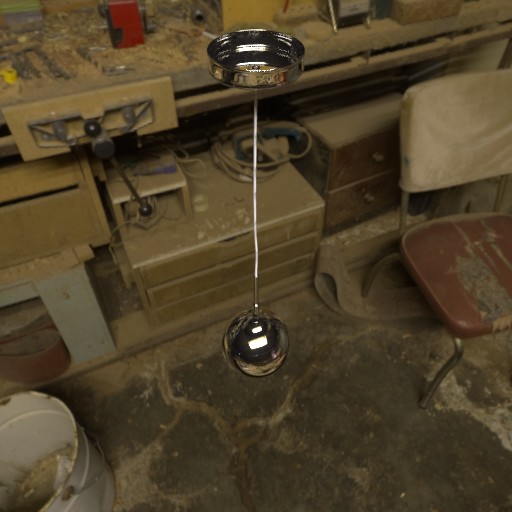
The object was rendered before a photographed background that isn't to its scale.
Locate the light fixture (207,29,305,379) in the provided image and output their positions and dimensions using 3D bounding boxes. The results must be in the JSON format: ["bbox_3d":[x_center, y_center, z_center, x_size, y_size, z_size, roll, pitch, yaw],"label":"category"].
[{"bbox_3d":[0.000,0.000,1.680,0.336,1.538,0.336,-17,50,-16],"label":"light fixture"}]
